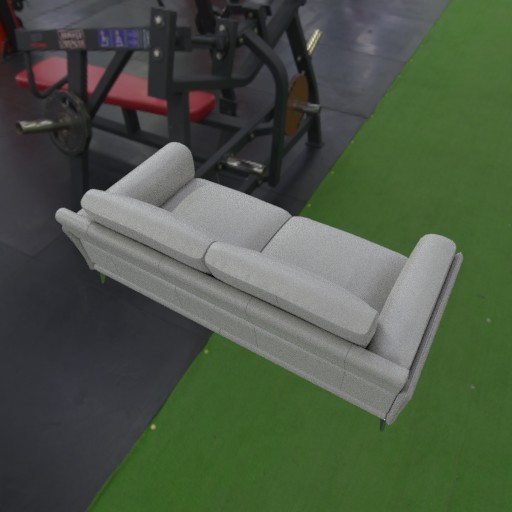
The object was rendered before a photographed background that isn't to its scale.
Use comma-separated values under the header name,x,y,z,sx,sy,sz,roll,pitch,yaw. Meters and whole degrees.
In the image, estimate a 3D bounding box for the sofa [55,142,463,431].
name,x,y,z,sx,sy,sz,roll,pitch,yaw
sofa,0.000,0.000,2.615,2.101,0.930,1.049,23,51,20
